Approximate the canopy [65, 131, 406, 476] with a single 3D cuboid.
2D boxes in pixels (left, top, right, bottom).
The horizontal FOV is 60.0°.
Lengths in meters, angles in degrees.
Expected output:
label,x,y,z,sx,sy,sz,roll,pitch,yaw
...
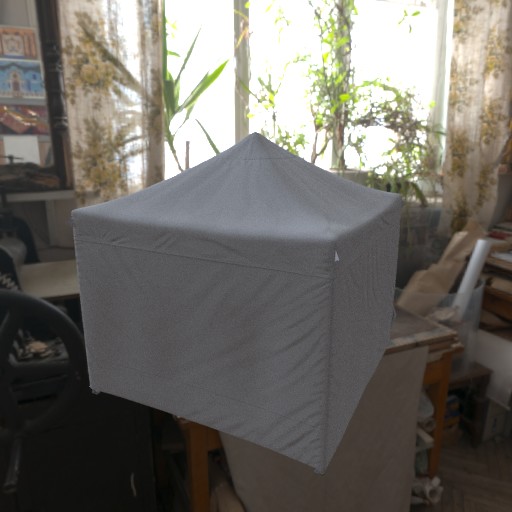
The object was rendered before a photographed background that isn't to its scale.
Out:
label,x,y,z,sx,sy,sz,roll,pitch,yaw
canopy,0.000,0.000,5.534,3.043,2.997,3.121,8,18,26
